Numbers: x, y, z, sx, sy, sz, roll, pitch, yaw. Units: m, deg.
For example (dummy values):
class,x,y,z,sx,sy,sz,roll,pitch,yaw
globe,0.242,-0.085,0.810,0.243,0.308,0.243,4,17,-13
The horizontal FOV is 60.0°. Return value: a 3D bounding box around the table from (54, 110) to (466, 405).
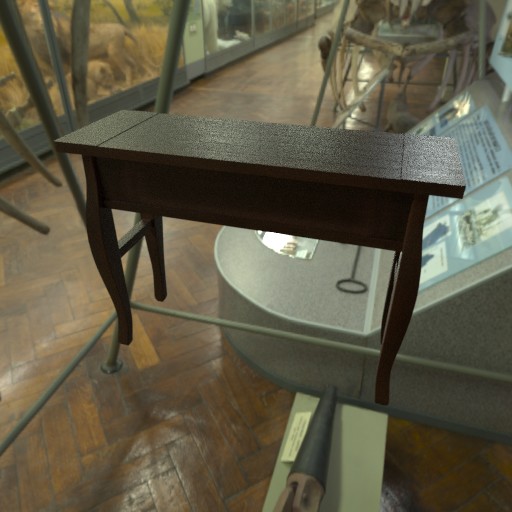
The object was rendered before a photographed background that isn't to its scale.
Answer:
class,x,y,z,sx,sy,sz,roll,pitch,yaw
table,0.000,0.000,1.440,1.062,0.768,0.373,9,33,14
